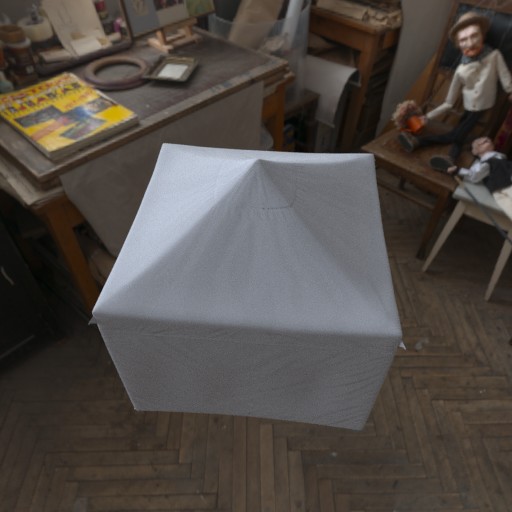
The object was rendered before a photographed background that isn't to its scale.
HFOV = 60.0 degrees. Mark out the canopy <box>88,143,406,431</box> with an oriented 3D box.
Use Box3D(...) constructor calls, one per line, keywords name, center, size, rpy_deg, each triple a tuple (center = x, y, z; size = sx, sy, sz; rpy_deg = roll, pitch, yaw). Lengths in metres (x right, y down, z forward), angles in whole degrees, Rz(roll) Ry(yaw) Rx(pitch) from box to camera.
Box3D(name="canopy", center=(0.000, 0.000, 5.626), size=(3.043, 2.997, 3.121), rpy_deg=(4, 47, 4))
